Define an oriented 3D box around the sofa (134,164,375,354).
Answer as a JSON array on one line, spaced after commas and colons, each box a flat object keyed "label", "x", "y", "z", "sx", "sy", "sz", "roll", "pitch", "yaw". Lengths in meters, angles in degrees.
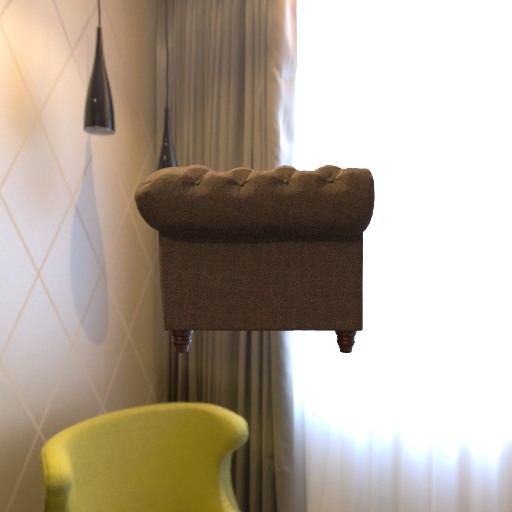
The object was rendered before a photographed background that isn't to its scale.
[{"label": "sofa", "x": 0.000, "y": 0.000, "z": 2.820, "sx": 0.944, "sy": 0.787, "sz": 2.385, "roll": 0, "pitch": 1, "yaw": 1}]
